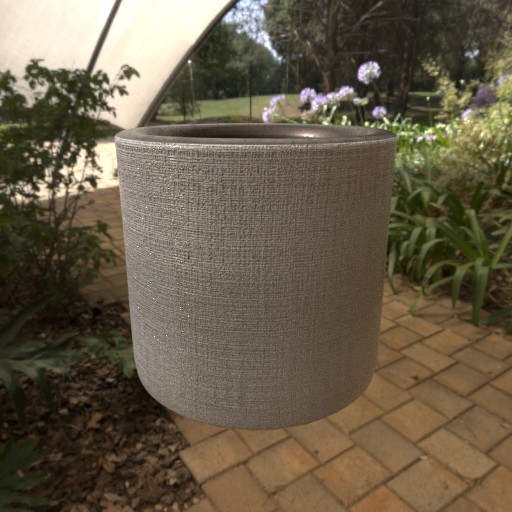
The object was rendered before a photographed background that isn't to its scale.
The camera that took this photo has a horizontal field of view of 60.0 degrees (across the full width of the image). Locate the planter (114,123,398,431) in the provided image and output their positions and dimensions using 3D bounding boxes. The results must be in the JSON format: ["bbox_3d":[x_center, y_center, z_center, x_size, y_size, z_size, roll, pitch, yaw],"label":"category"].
[{"bbox_3d":[0.000,0.000,0.282,0.160,0.156,0.160,0,19,0],"label":"planter"}]
